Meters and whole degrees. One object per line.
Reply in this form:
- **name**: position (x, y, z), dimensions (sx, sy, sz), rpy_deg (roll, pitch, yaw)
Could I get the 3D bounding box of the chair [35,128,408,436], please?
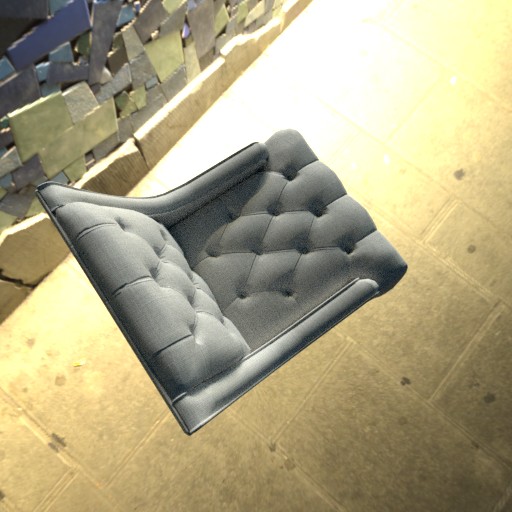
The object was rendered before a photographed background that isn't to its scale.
- **chair**: position (0.000, 0.000, 1.386), dimensions (0.772, 0.891, 0.658), rpy_deg (-34, 77, -9)
